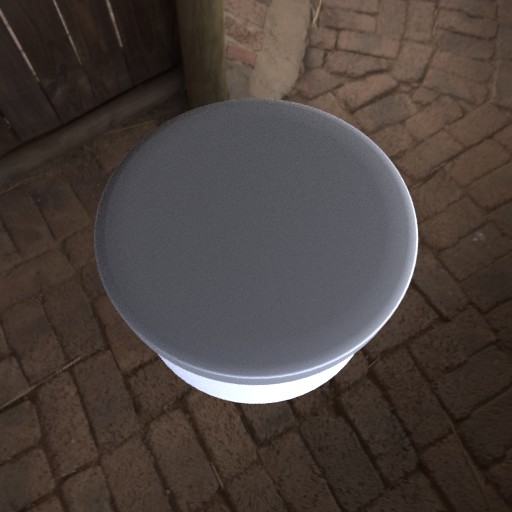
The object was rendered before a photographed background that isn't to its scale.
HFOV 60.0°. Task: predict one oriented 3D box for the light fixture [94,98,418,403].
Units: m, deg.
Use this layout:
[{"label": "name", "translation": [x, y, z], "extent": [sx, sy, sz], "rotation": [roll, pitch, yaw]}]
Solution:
[{"label": "light fixture", "translation": [0.000, 0.000, 0.644], "extent": [0.393, 0.229, 0.393], "rotation": [0, 63, 0]}]
